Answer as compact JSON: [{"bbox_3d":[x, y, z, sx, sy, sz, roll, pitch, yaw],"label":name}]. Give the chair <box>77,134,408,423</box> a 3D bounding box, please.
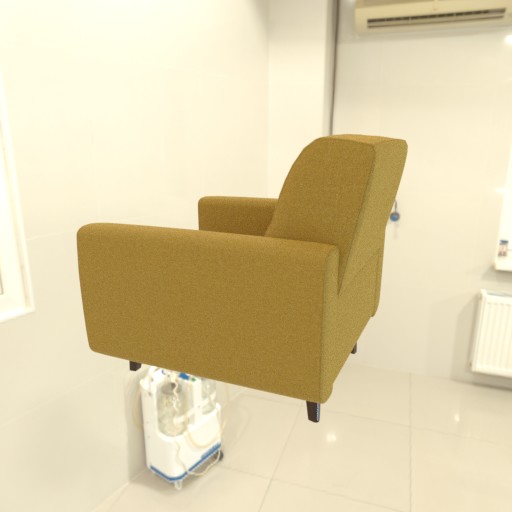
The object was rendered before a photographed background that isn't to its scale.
[{"bbox_3d":[0.000,0.000,1.582,0.909,0.841,0.831,7,17,24],"label":"chair"}]
